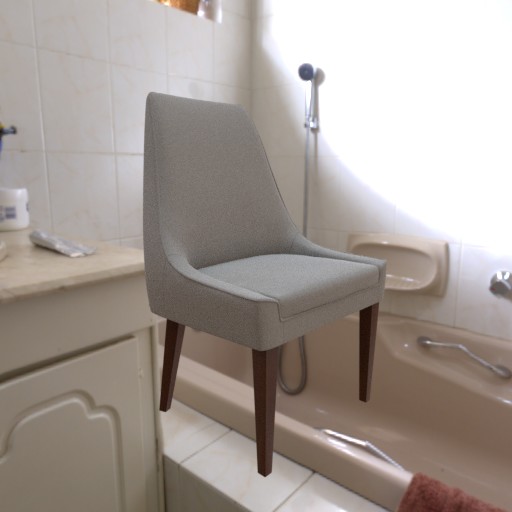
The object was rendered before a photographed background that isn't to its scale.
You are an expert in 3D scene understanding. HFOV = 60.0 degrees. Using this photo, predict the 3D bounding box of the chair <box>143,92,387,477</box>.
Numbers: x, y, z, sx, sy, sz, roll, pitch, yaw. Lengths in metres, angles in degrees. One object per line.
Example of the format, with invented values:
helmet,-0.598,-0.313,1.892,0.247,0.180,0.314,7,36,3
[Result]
chair,0.000,0.000,1.204,0.544,0.861,0.529,10,15,42
